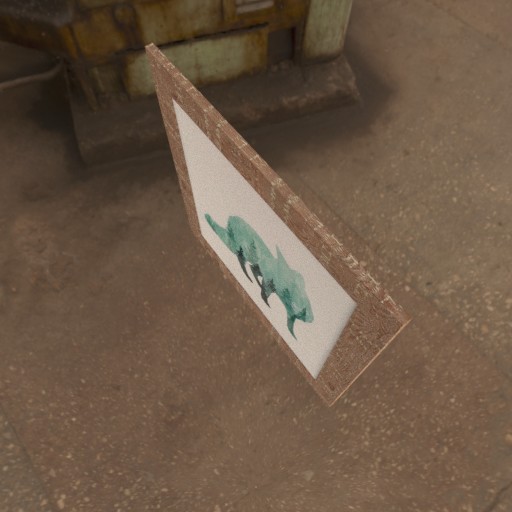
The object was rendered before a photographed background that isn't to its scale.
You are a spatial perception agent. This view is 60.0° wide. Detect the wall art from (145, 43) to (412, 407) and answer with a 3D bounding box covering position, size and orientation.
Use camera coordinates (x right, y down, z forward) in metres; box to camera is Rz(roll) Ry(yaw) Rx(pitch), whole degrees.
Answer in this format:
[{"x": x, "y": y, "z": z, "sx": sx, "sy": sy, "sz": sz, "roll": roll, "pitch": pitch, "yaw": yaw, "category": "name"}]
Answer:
[{"x": 0.000, "y": 0.000, "z": 0.571, "sx": 0.012, "sy": 0.384, "sz": 0.384, "roll": -33, "pitch": 67, "yaw": -16, "category": "wall art"}]
